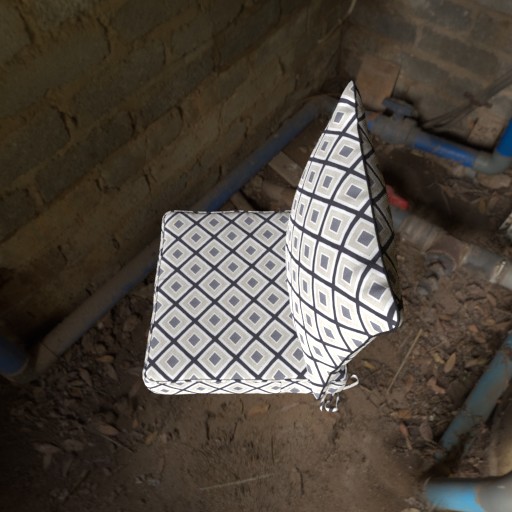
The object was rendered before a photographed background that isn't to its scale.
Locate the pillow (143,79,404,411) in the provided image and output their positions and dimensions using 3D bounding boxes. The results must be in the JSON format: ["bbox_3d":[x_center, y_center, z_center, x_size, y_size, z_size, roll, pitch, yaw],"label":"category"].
[{"bbox_3d":[0.000,0.000,1.377,0.733,0.722,0.798,0,59,0],"label":"pillow"}]
